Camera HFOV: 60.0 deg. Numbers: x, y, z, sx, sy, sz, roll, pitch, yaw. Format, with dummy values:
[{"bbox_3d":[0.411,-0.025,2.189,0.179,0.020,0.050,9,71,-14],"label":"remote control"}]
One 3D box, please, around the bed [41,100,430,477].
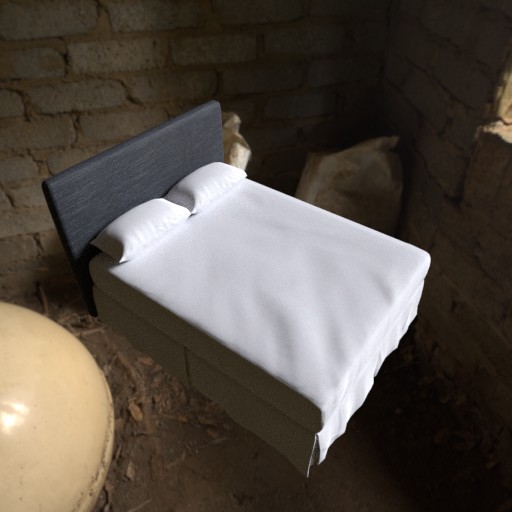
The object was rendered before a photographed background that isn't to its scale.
[{"bbox_3d":[0.000,0.000,3.216,2.142,1.330,1.723,26,48,27],"label":"bed"}]
